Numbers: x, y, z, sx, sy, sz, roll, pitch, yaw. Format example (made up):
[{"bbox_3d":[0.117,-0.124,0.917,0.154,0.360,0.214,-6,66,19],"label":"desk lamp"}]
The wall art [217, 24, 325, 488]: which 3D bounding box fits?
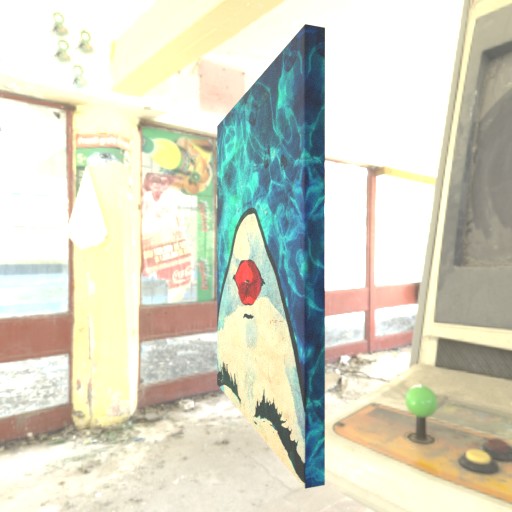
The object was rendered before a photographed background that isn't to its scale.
[{"bbox_3d":[0.000,0.000,1.019,0.038,0.760,0.609,0,0,-19],"label":"wall art"}]
